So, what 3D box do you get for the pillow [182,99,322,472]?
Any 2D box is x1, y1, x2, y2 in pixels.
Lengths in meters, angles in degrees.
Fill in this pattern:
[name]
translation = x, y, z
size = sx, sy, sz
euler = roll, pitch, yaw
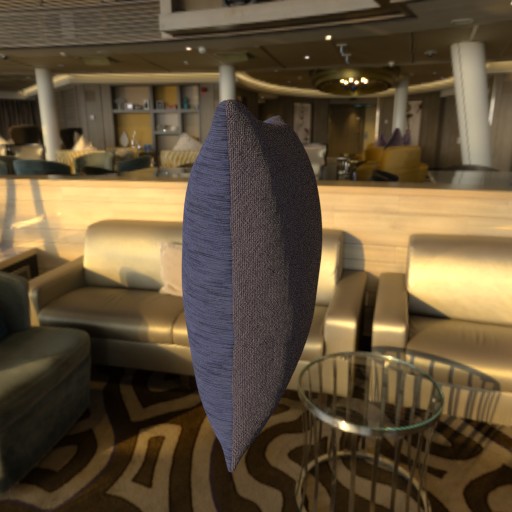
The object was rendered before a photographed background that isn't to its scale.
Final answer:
[pillow]
translation = 0.000, 0.000, 0.696
size = 0.204, 0.439, 0.452
euler = 2, 15, 9
